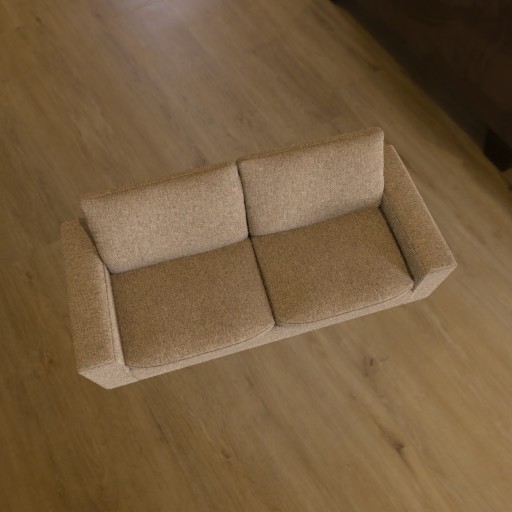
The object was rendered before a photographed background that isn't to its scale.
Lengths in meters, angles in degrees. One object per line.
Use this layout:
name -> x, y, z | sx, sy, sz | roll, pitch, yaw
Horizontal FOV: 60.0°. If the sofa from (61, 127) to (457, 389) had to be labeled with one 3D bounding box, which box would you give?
sofa -> 0.000, 0.000, 2.830 | 2.299, 0.922, 1.040 | -15, 65, -7
